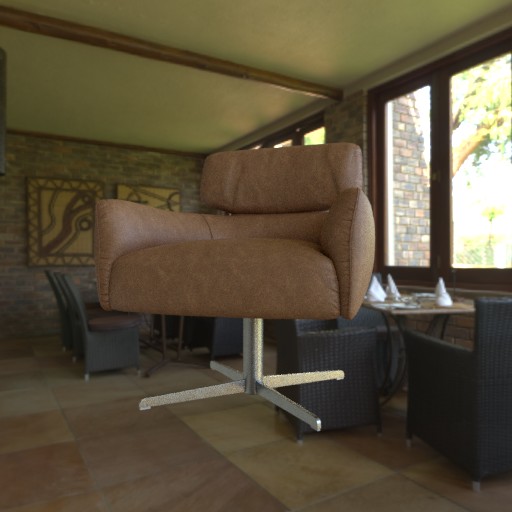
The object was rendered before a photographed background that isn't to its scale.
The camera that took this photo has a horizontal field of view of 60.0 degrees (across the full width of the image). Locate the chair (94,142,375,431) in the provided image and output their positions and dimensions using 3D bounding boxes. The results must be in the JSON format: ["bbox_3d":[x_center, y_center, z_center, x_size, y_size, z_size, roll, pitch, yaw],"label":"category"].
[{"bbox_3d":[0.000,0.000,1.349,0.706,0.812,0.715,0,-1,18],"label":"chair"}]
